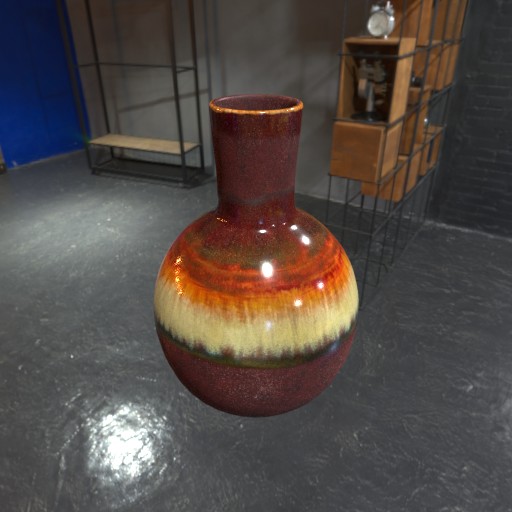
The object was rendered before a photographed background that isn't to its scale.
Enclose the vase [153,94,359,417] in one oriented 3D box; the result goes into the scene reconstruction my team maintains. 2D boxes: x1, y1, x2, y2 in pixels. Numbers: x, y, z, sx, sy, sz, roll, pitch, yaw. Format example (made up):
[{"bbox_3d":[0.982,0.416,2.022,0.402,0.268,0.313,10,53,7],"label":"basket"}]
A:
[{"bbox_3d":[0.000,0.000,0.231,0.111,0.154,0.111,0,29,0],"label":"vase"}]
